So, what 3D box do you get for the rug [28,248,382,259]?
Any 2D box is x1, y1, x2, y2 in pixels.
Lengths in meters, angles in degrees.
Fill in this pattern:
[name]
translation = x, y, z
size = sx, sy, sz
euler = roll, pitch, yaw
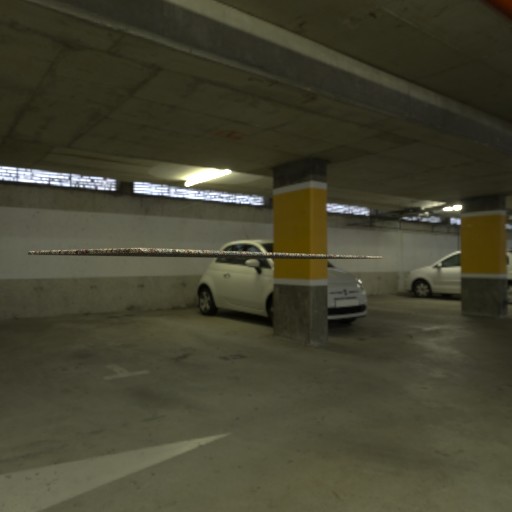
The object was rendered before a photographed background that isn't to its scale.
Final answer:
[rug]
translation = 0.000, 0.000, 2.561
size = 0.688, 0.015, 2.292
euler = -1, -1, 35
